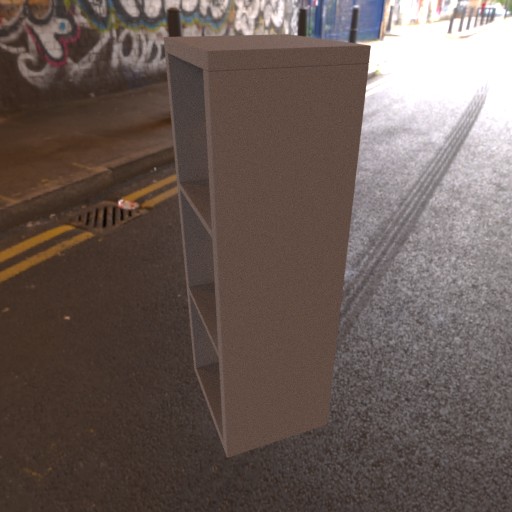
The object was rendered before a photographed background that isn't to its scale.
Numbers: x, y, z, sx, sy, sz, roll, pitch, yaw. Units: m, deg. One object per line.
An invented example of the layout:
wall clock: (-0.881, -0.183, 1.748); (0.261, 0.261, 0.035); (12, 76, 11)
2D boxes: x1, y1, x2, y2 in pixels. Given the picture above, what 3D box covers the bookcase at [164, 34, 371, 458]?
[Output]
bookcase: (0.000, 0.000, 1.234); (0.330, 1.080, 0.390); (-11, 31, -18)
